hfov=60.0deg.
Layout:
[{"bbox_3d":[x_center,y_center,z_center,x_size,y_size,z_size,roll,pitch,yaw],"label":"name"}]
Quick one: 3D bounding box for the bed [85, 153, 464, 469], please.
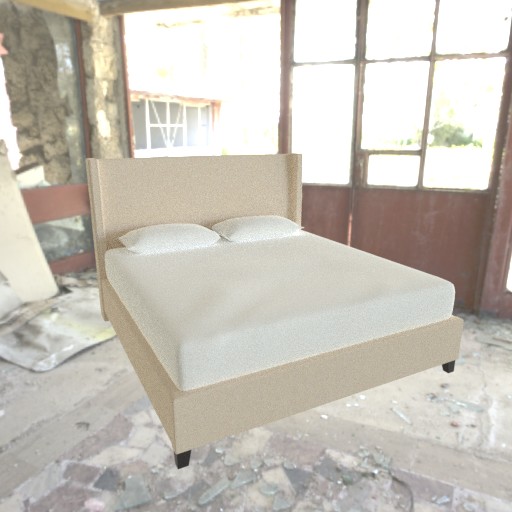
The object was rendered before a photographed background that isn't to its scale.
[{"bbox_3d":[0.000,0.000,3.549,2.145,1.471,2.293,-8,18,-27],"label":"bed"}]
